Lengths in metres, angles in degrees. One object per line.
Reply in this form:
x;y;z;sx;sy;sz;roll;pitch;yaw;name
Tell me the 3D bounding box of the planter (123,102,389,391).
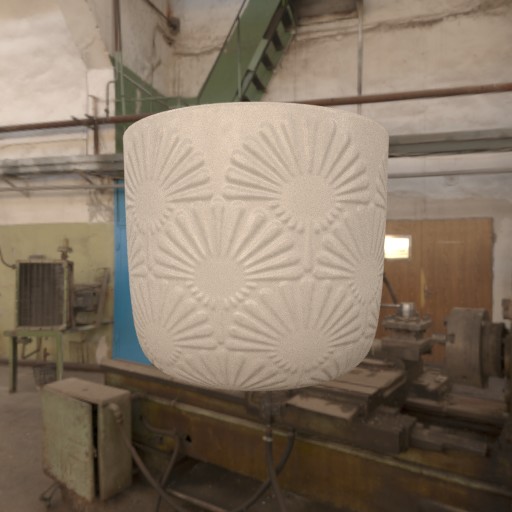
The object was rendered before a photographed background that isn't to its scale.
0.000;0.000;0.216;0.124;0.109;0.124;0;1;0;planter
